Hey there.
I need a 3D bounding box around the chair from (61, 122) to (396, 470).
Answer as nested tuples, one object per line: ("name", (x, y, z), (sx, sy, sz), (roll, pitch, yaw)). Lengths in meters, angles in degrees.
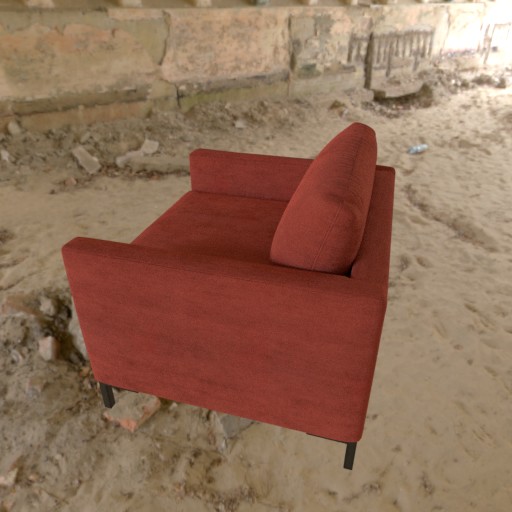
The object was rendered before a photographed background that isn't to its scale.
("chair", (0.000, 0.000, 1.568), (0.875, 0.812, 0.964), (8, 31, 14))
